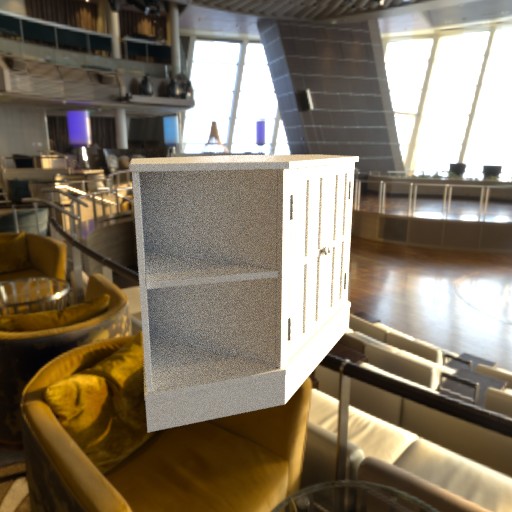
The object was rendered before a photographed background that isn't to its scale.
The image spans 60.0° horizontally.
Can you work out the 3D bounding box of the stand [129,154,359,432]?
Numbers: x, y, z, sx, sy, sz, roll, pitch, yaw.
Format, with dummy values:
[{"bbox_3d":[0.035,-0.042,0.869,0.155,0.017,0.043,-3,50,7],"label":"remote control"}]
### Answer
[{"bbox_3d":[0.000,0.000,1.414,0.477,0.614,1.072,7,16,27],"label":"stand"}]
